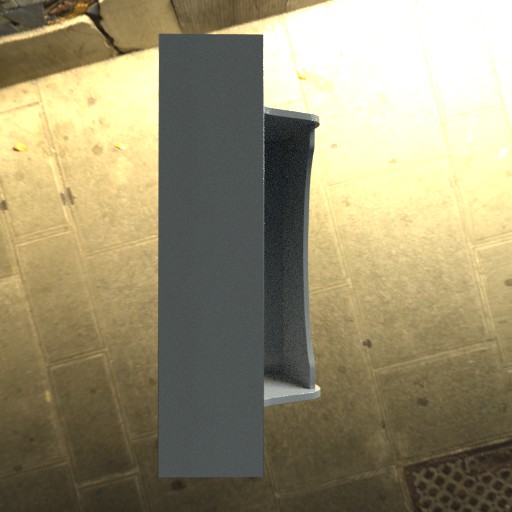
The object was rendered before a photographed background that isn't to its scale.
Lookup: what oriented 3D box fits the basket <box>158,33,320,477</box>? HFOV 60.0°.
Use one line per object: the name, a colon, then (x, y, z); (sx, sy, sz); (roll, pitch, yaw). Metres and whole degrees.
basket: (0.000, 0.000, 1.081); (0.350, 0.600, 0.780); (0, 90, -1)
